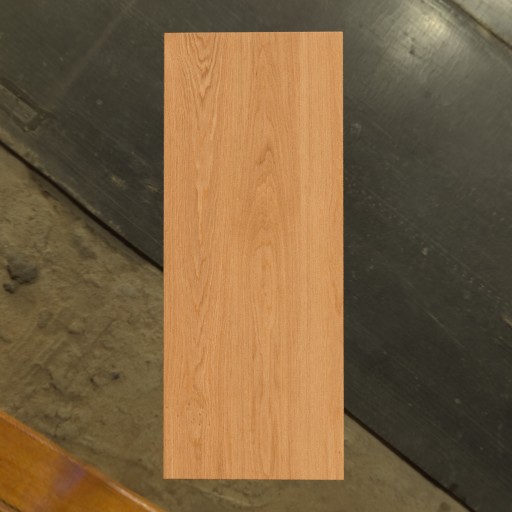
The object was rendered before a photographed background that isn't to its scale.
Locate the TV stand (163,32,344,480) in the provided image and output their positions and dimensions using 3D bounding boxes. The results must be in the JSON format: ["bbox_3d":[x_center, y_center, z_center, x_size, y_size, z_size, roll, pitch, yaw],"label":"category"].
[{"bbox_3d":[0.000,0.000,1.343,0.440,0.550,1.080,0,89,1],"label":"TV stand"}]
